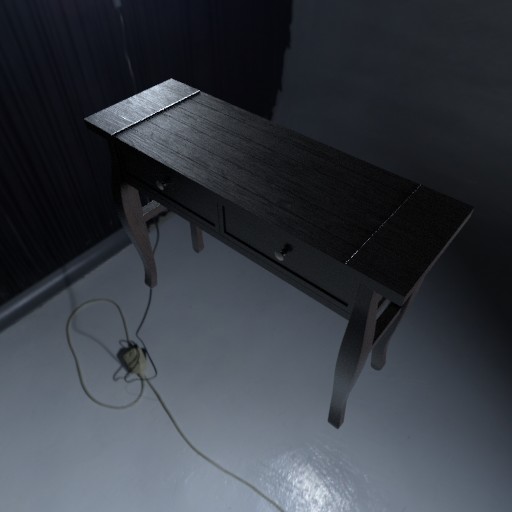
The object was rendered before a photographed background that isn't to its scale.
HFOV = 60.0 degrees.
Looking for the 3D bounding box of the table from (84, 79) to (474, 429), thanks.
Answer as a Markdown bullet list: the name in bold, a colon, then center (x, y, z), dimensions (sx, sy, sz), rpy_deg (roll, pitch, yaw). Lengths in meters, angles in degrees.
- **table**: center (0.000, 0.000, 1.475), dimensions (1.062, 0.768, 0.373), rpy_deg (31, 54, 26)
